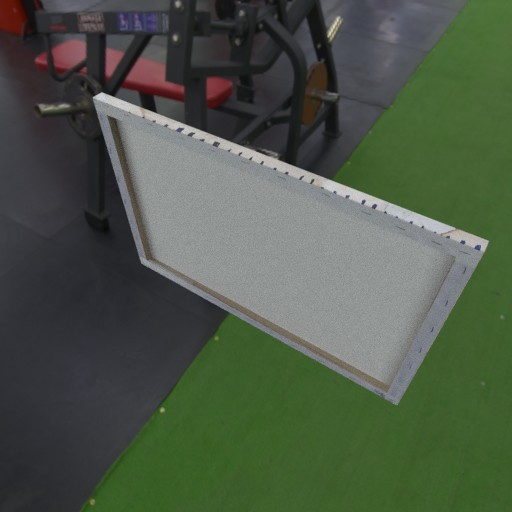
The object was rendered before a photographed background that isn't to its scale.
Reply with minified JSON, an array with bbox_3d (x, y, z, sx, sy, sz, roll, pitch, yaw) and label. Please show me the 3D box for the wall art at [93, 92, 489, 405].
[{"bbox_3d":[0.000,0.000,1.408,1.143,0.757,0.038,26,53,21],"label":"wall art"}]
